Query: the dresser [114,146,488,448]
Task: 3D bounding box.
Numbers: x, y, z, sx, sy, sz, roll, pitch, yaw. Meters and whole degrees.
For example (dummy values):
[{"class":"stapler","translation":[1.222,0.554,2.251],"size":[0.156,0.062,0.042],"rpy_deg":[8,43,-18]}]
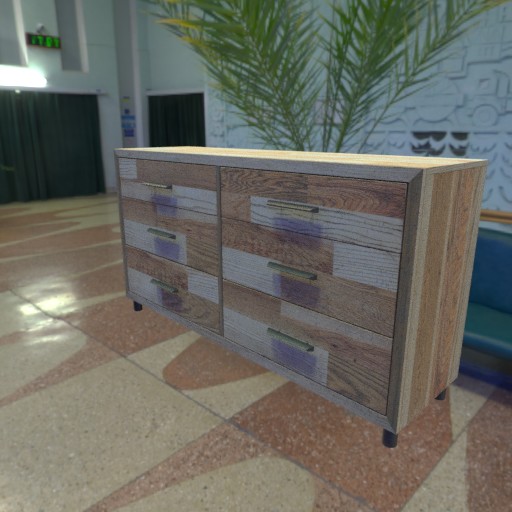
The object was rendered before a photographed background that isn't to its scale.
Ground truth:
[{"class":"dresser","translation":[0.000,0.000,1.846],"size":[0.487,0.834,1.547],"rpy_deg":[-15,22,-43]}]
